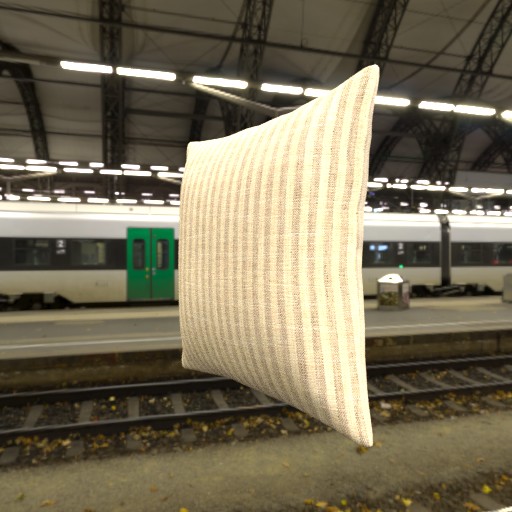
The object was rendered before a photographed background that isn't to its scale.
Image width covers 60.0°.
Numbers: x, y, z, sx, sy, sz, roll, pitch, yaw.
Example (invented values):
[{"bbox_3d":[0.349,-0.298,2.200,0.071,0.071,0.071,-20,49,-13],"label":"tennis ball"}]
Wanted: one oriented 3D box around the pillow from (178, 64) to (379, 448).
[{"bbox_3d":[0.000,0.000,0.794,0.166,0.510,0.523,0,0,-37],"label":"pillow"}]
